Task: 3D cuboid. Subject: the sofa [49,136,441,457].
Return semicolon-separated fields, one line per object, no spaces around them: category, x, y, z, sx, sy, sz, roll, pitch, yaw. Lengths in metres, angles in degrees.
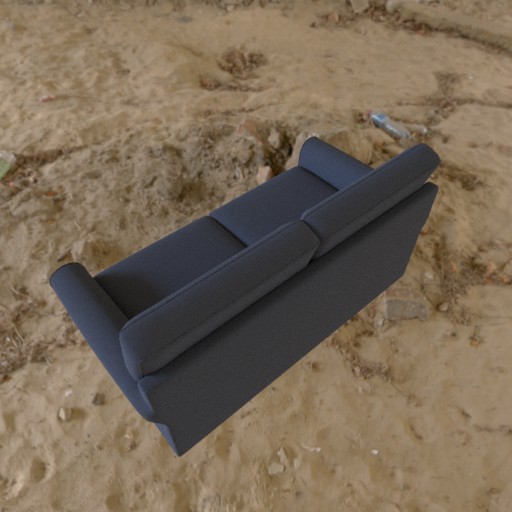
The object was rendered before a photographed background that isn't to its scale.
sofa;0.000;0.000;2.454;1.930;1.020;0.940;-32;55;-26
